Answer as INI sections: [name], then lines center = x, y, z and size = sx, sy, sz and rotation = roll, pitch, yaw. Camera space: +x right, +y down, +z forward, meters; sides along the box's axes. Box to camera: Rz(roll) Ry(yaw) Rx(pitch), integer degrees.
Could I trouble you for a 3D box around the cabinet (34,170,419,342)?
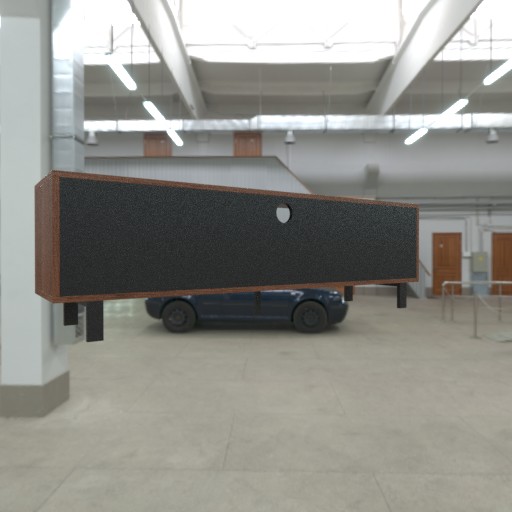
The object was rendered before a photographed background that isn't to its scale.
[cabinet]
center = 0.000, 0.000, 1.880
size = 1.650, 0.500, 0.400
rotation = 0, 1, -34
